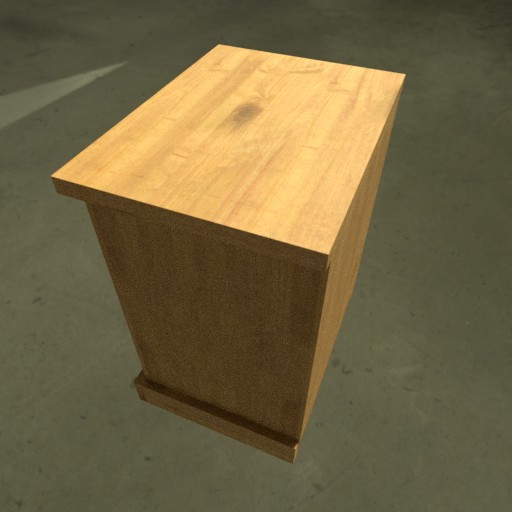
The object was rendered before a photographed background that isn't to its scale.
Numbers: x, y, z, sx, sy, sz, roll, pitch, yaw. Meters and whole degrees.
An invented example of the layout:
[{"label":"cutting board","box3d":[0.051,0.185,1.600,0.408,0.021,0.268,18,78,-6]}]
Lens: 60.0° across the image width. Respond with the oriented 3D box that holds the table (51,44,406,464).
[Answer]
[{"label":"table","box3d":[0.000,0.000,1.200,0.500,0.813,0.660,17,48,16]}]
